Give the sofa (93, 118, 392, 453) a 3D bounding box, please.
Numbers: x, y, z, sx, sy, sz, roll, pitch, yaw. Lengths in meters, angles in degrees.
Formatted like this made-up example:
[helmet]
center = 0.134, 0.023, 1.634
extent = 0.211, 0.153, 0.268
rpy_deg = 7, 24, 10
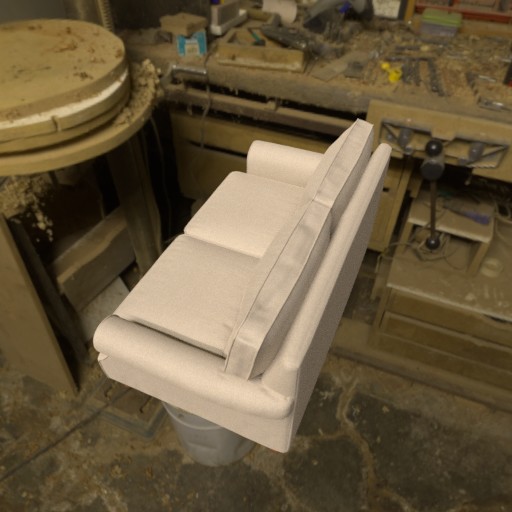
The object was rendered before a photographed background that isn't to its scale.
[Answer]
[sofa]
center = 0.000, 0.000, 2.268
extent = 0.964, 0.937, 1.665
rpy_deg = 17, 48, 17
